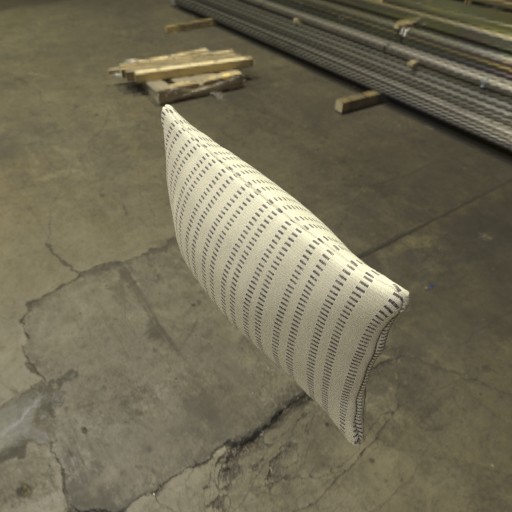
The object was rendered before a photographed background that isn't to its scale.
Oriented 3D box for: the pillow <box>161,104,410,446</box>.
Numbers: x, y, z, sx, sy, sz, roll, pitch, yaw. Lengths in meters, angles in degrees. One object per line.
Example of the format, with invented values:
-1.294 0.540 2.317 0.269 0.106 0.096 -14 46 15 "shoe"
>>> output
0.000 0.000 0.809 0.210 0.353 0.640 -24 47 -25 "pillow"
